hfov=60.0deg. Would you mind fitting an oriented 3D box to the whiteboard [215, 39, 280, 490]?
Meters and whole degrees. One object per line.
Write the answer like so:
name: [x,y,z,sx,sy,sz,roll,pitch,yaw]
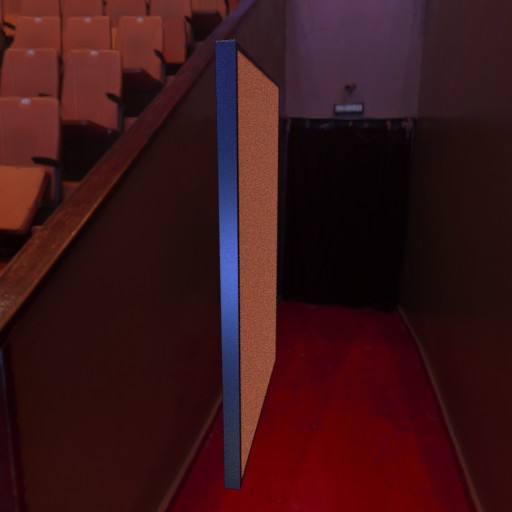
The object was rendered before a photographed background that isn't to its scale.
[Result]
whiteboard: [0.000,0.000,0.773,0.026,0.611,0.406,3,15,10]
